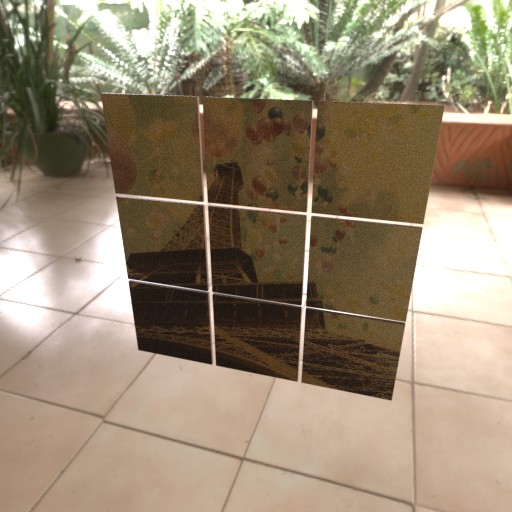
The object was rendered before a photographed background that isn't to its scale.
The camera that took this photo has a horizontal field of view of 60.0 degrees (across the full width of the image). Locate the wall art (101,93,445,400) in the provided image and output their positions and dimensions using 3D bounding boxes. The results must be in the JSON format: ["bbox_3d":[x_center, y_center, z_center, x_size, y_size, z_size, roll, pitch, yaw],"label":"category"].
[{"bbox_3d":[0.000,0.000,1.850,1.256,1.246,0.017,7,27,15],"label":"wall art"}]
